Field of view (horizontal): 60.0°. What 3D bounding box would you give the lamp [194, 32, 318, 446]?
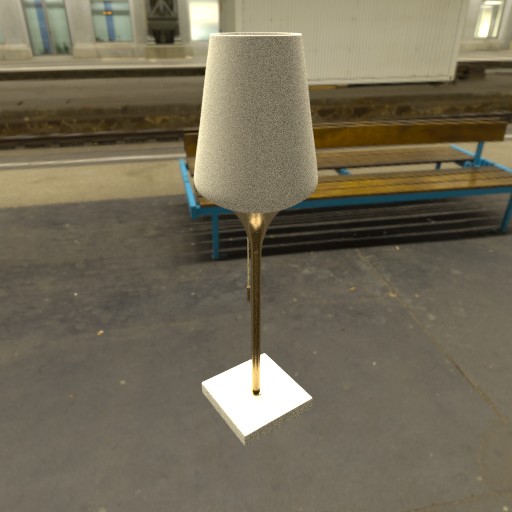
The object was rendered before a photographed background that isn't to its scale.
[{"bbox_3d":[0.000,0.000,0.712,0.181,0.639,0.181,-18,33,-30],"label":"lamp"}]
